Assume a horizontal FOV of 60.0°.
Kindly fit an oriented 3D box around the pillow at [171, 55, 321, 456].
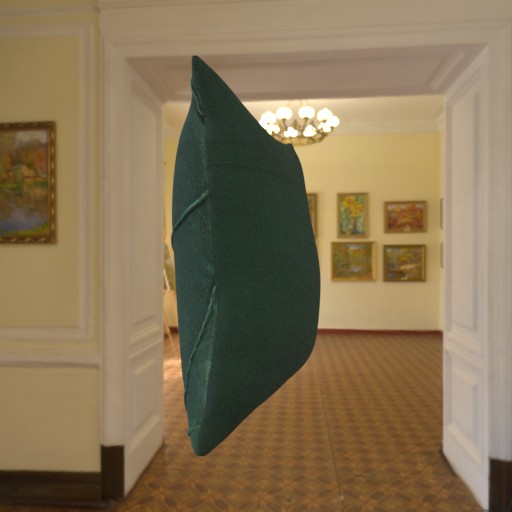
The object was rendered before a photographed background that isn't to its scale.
[{"bbox_3d":[0.000,0.000,0.675,0.184,0.440,0.439,0,0,18],"label":"pillow"}]
